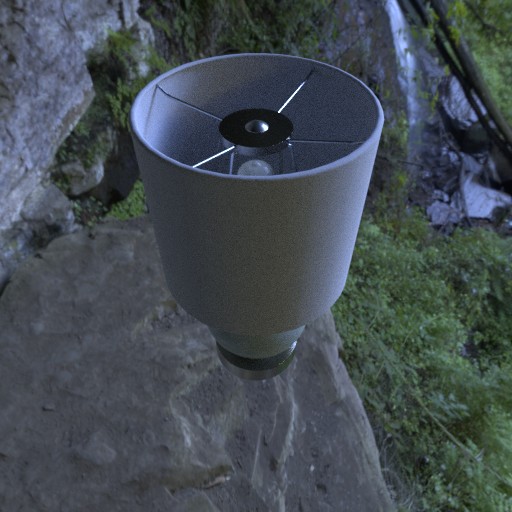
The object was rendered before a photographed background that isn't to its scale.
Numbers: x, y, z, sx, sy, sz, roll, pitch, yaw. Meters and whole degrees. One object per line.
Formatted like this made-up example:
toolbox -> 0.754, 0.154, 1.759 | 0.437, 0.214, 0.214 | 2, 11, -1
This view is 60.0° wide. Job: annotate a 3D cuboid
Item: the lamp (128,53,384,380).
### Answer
lamp -> 0.000, 0.000, 0.481 | 0.201, 0.353, 0.201 | 2, 47, 2
